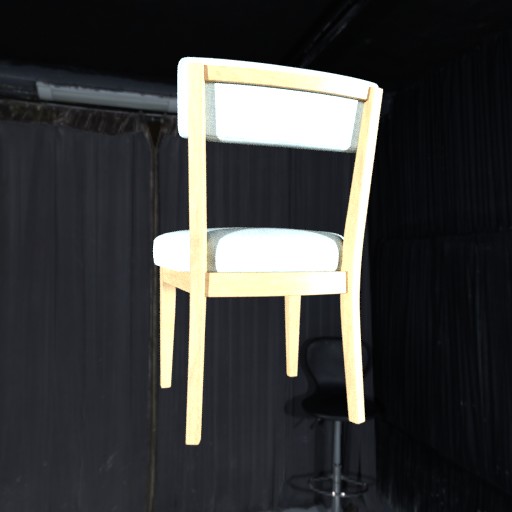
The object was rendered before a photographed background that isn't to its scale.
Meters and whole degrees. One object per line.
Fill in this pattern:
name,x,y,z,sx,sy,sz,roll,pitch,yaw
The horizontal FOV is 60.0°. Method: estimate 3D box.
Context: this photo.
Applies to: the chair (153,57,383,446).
chair,0.000,0.000,1.209,0.508,0.832,0.572,0,0,-18
